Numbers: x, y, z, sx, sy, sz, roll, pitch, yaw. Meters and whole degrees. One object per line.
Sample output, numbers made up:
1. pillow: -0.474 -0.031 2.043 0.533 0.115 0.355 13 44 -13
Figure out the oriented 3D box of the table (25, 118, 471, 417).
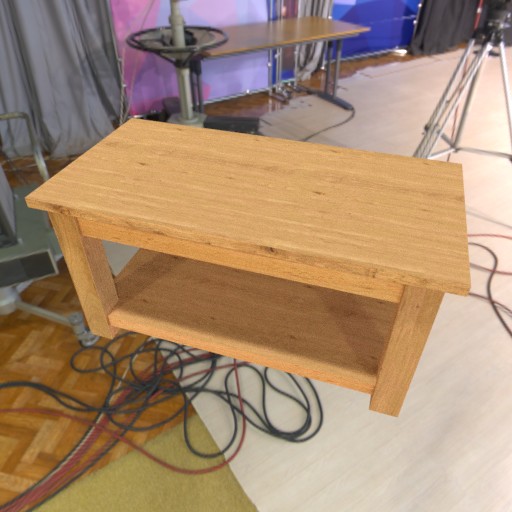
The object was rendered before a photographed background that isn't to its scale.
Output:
1. table: 0.000 0.000 1.154 0.899 0.452 0.450 12 41 14
